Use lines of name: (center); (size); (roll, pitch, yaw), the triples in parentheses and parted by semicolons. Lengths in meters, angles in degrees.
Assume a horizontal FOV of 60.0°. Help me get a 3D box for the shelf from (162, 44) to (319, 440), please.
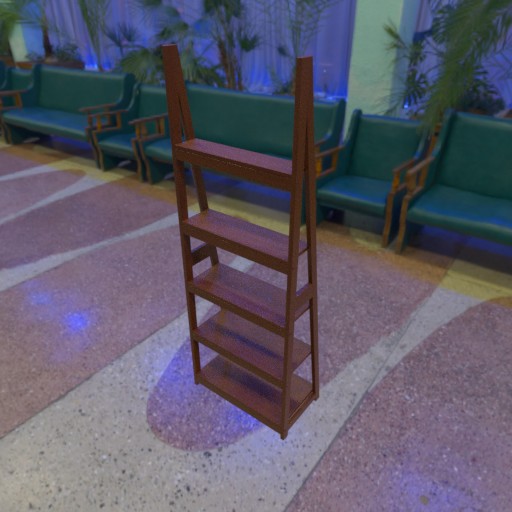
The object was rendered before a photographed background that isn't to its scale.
shelf: (0.000, 0.000, 2.076); (0.630, 1.780, 0.356); (21, 37, 32)
